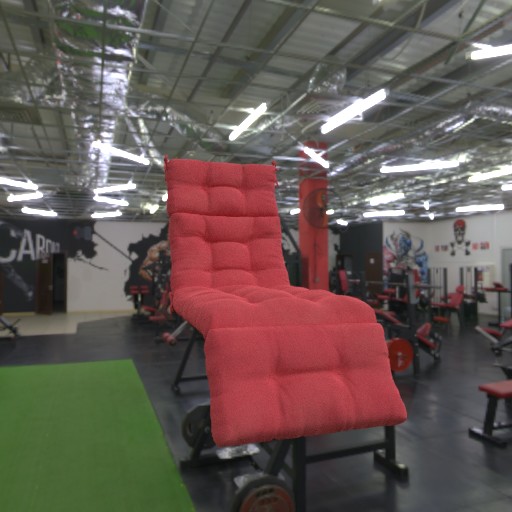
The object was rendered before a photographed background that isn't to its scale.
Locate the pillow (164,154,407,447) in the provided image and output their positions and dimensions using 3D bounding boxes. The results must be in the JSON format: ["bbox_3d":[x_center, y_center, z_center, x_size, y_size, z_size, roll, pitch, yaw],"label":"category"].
[{"bbox_3d":[0.000,0.000,1.492,0.526,0.863,1.016,0,-1,-18],"label":"pillow"}]
